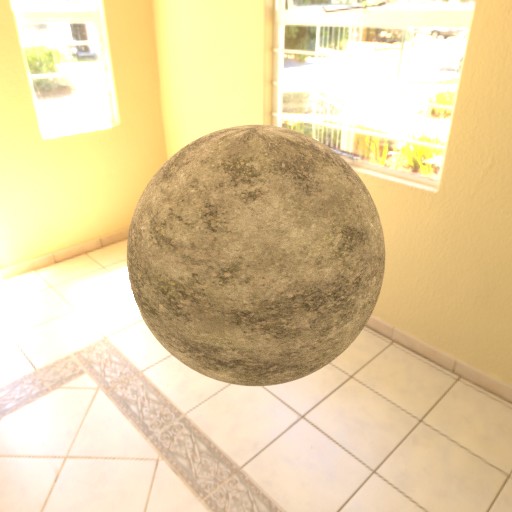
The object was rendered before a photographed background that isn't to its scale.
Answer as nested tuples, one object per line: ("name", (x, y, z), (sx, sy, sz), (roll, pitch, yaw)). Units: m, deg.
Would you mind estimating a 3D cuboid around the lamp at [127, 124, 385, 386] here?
("lamp", (0.000, 0.000, 0.753), (0.422, 0.429, 0.422), (0, 29, 0))
